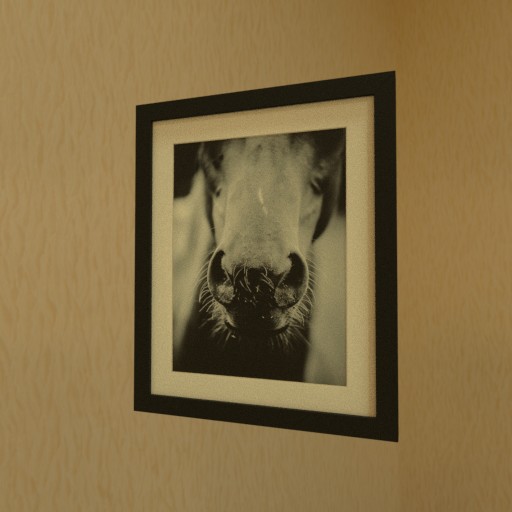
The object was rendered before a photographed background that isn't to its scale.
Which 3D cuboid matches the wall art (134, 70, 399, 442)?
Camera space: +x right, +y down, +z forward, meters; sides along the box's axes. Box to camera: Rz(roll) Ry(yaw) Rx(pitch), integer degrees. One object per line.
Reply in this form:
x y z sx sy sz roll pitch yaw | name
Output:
0.000 0.000 0.753 0.457 0.559 0.033 0 -2 19 | wall art
